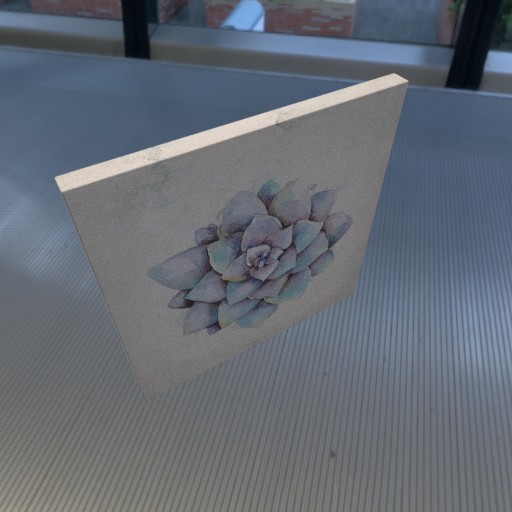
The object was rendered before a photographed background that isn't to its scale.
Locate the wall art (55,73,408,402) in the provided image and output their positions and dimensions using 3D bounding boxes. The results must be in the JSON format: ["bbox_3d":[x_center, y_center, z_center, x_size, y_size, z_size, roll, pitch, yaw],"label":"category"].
[{"bbox_3d":[0.000,0.000,0.915,0.612,0.612,0.040,-24,51,-21],"label":"wall art"}]
